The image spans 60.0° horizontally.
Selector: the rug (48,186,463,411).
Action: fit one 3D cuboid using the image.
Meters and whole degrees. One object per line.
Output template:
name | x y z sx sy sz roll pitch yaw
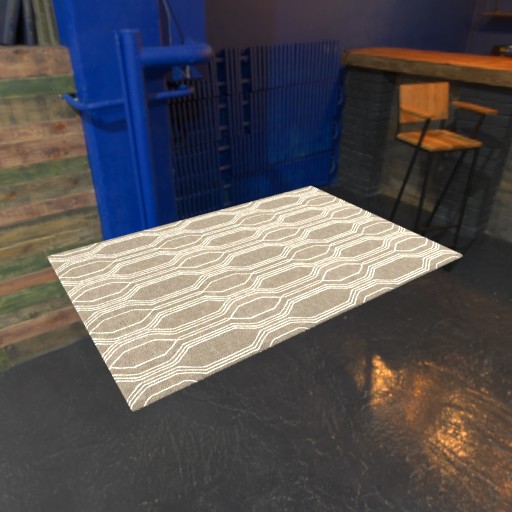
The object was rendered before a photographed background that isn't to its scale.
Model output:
rug | 0.000 0.000 2.355 1.836 0.012 1.239 -19 35 -29
